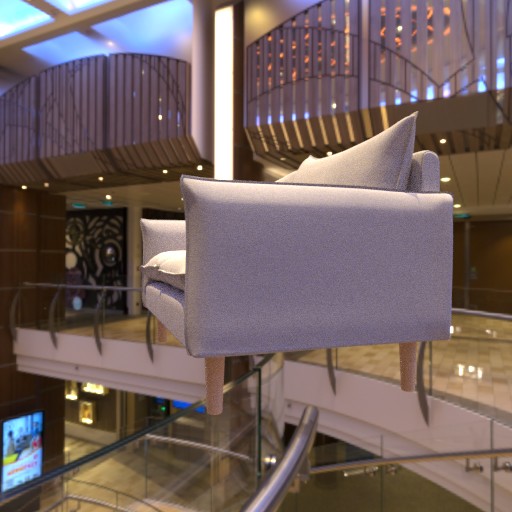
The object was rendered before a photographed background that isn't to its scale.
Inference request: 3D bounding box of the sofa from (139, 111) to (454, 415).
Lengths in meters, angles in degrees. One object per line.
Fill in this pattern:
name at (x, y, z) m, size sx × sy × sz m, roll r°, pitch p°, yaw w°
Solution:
sofa at (0.000, 0.000, 1.774) m, size 0.820 × 0.840 × 1.300 m, roll 0°, pitch -1°, yaw -19°
